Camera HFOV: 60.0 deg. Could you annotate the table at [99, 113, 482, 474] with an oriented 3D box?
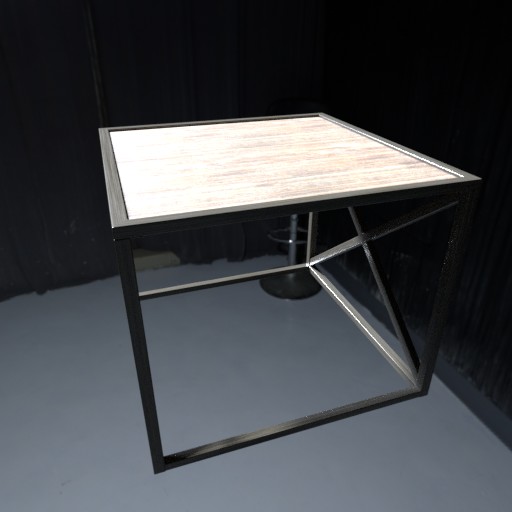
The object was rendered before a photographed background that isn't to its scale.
[{"bbox_3d":[0.000,0.000,1.044,0.609,0.507,0.611,-9,30,-16],"label":"table"}]
